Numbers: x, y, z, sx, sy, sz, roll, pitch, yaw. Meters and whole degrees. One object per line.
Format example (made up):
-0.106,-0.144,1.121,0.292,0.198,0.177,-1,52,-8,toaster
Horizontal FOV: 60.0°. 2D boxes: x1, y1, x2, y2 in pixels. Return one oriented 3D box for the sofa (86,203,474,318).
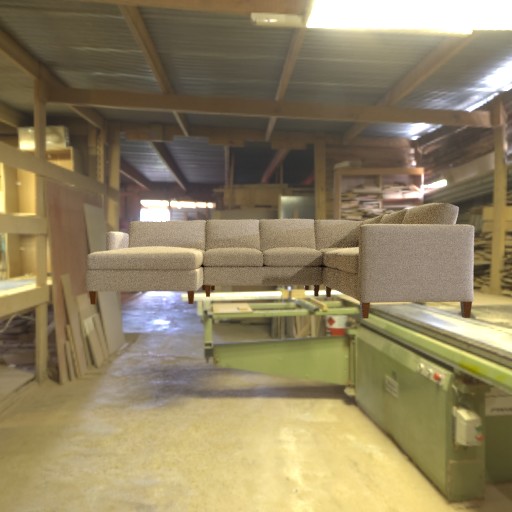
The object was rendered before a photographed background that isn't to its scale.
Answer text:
0.000,0.000,4.753,3.460,0.961,2.594,0,1,-2,sofa
